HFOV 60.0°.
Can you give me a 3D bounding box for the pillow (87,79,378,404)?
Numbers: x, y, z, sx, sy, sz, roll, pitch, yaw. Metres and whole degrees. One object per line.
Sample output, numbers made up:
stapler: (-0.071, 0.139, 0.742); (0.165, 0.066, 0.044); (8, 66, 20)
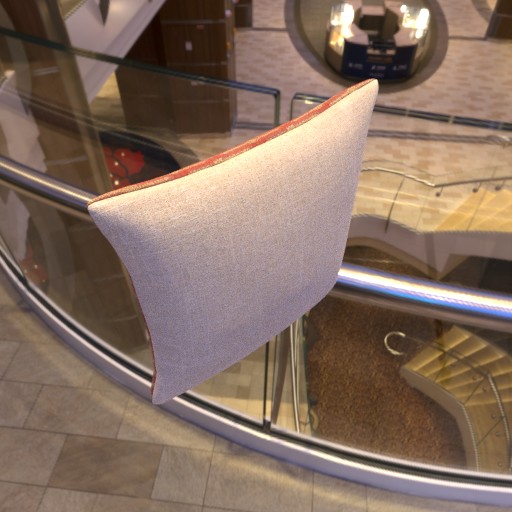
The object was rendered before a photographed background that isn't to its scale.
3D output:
pillow: (0.000, 0.000, 0.791); (0.511, 0.503, 0.182); (-31, 53, -26)
